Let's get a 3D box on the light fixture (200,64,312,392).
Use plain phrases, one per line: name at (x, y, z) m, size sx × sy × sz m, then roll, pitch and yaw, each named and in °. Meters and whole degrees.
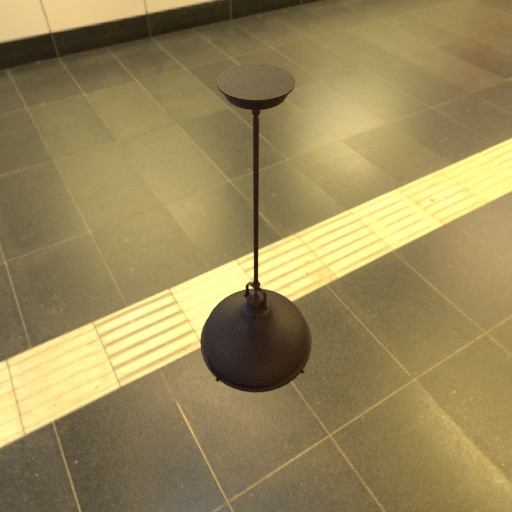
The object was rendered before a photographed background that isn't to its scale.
light fixture at (0.000, 0.000, 1.045) m, size 0.341 × 0.849 × 0.341 m, roll 31°, pitch 54°, yaw 26°
